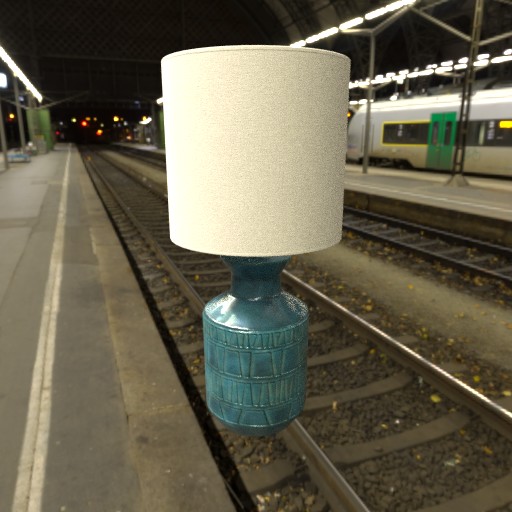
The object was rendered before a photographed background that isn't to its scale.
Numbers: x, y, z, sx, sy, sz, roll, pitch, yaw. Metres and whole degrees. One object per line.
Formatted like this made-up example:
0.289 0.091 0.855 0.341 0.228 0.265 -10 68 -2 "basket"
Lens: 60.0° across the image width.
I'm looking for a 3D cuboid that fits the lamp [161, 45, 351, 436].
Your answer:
0.000 0.000 0.564 0.211 0.455 0.211 -14 20 -41 "lamp"
